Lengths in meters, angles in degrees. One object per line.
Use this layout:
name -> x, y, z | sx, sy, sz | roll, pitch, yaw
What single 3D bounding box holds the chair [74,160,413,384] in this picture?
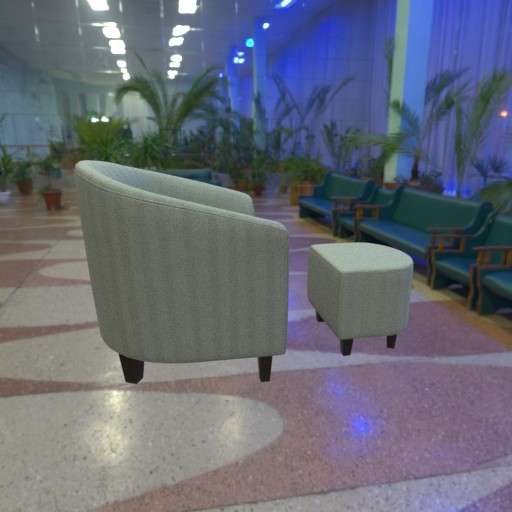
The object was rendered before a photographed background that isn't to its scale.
chair -> 0.000, 0.000, 1.766 | 1.288, 0.757, 0.756 | -3, 16, -10
